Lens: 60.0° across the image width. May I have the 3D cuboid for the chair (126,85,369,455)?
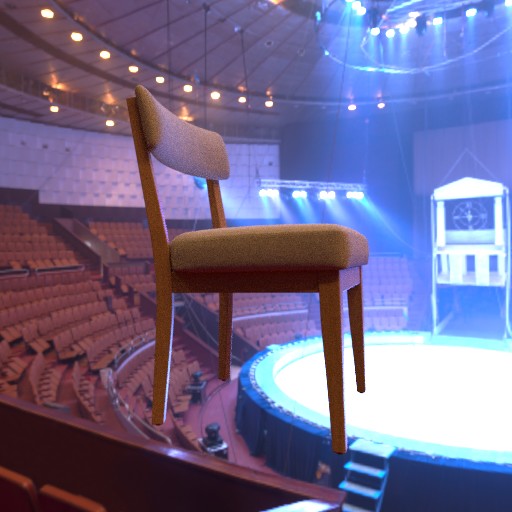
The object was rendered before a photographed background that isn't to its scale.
[{"bbox_3d":[0.000,0.000,1.221,0.572,0.832,0.508,0,0,19],"label":"chair"}]
